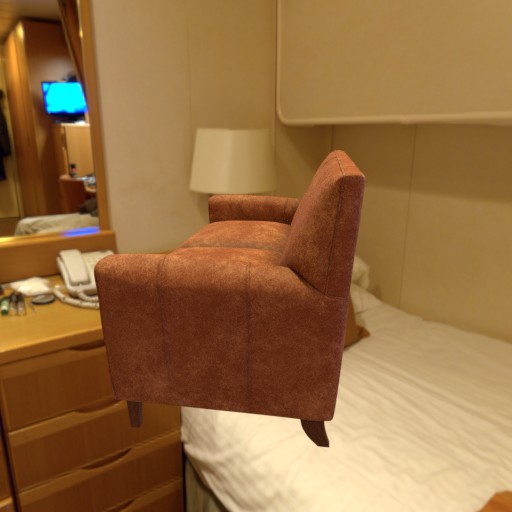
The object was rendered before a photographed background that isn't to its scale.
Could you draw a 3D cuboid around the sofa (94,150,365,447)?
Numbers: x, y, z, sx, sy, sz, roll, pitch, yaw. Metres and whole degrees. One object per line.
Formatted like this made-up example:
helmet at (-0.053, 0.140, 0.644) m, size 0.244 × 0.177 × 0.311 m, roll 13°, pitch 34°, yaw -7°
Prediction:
sofa at (0.000, 0.000, 1.978) m, size 0.787 × 0.871 × 1.473 m, roll 2°, pitch 16°, yaw 8°
